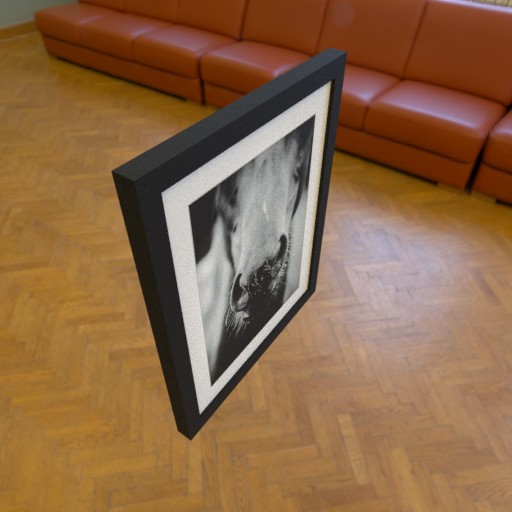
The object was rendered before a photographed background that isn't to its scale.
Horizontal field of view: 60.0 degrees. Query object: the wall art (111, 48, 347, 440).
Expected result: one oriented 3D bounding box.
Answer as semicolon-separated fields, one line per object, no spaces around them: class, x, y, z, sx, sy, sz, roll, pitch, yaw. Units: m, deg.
wall art;0.000;0.000;0.765;0.033;0.559;0.457;26;49;25
